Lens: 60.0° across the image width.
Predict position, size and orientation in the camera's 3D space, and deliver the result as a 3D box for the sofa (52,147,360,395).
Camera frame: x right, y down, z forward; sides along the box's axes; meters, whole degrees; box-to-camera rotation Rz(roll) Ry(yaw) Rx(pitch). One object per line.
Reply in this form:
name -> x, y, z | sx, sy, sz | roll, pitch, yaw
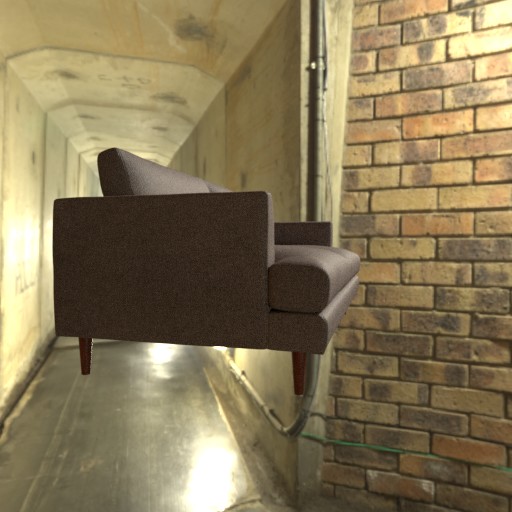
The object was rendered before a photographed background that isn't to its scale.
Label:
sofa -> 0.000, 0.000, 2.413 | 1.020, 0.868, 1.948 | 0, 1, 16
